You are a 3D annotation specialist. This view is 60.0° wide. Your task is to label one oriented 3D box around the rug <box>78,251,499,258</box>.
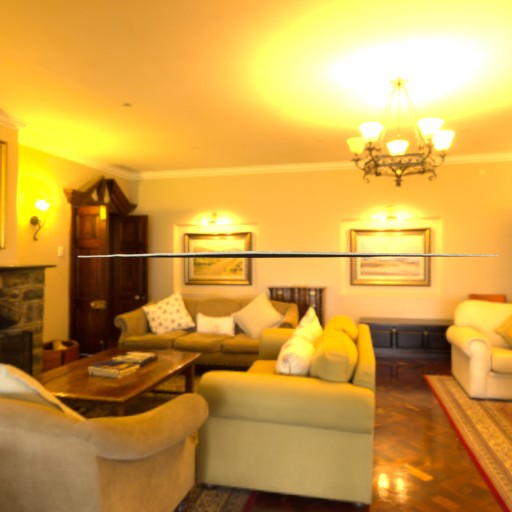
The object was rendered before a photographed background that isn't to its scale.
[{"bbox_3d":[0.000,0.000,4.240,2.449,0.019,3.357,0,-1,-36],"label":"rug"}]
